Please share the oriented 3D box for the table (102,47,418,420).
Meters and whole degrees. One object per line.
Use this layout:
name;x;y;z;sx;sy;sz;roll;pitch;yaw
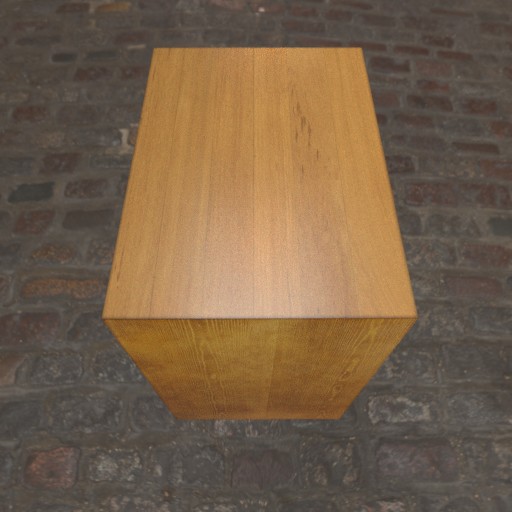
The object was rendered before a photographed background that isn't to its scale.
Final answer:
table;0.000;0.000;0.948;0.400;0.605;0.550;0;59;0
